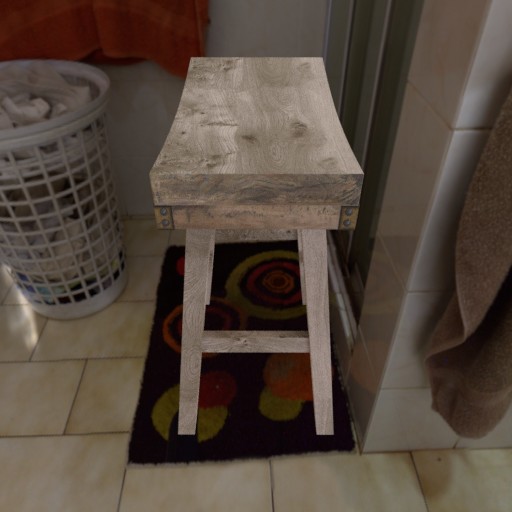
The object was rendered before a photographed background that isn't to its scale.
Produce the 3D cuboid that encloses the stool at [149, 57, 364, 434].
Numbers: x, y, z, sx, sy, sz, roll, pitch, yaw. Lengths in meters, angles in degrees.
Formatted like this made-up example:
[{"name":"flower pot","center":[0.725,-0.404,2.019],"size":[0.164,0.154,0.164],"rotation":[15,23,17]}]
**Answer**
[{"name":"stool","center":[0.000,0.000,0.896],"size":[0.330,0.635,0.450],"rotation":[0,41,0]}]
